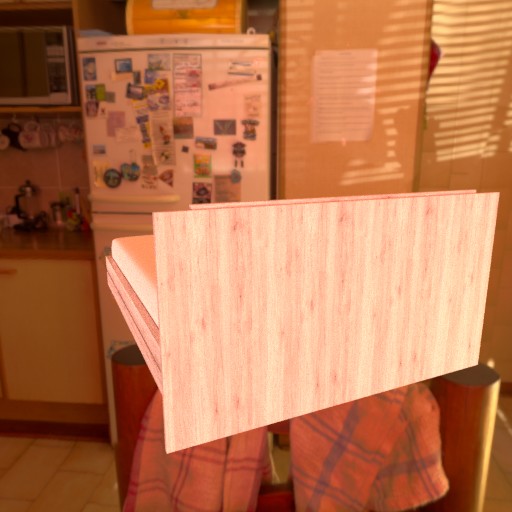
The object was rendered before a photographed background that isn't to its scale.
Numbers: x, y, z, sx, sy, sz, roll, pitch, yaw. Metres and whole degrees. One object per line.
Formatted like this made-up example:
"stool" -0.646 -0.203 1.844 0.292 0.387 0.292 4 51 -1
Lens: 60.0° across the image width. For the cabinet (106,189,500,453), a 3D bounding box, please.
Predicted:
"cabinet" 0.000 0.000 2.909 1.750 0.970 2.080 -6 15 -24
